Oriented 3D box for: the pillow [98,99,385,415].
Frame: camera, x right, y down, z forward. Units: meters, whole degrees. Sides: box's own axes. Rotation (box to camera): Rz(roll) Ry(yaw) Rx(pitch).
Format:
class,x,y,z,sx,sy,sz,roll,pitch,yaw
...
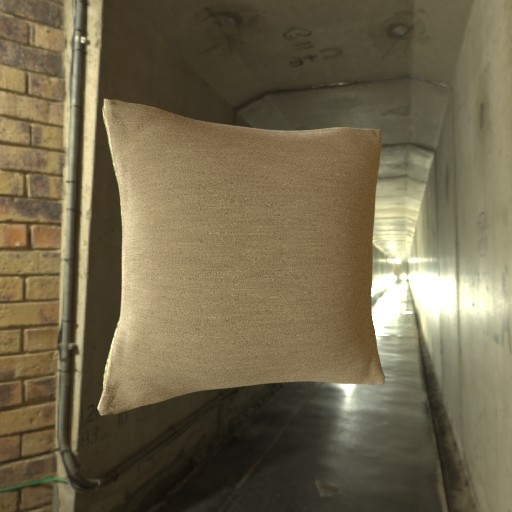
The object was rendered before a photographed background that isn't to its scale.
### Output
class,x,y,z,sx,sy,sz,roll,pitch,yaw
pillow,0.000,0.000,0.656,0.440,0.419,0.162,0,-1,-19
